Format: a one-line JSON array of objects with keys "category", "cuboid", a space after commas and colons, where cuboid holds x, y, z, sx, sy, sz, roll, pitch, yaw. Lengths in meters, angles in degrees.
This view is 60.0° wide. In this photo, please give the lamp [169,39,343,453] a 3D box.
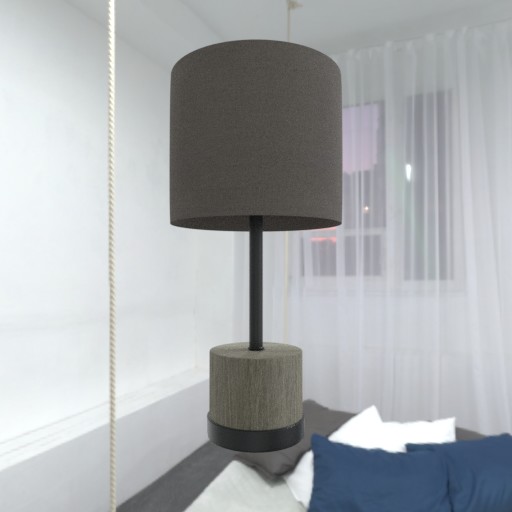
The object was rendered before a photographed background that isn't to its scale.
[{"category": "lamp", "cuboid": [0.000, 0.000, 0.594, 0.229, 0.470, 0.229, 0, -1, 3]}]
